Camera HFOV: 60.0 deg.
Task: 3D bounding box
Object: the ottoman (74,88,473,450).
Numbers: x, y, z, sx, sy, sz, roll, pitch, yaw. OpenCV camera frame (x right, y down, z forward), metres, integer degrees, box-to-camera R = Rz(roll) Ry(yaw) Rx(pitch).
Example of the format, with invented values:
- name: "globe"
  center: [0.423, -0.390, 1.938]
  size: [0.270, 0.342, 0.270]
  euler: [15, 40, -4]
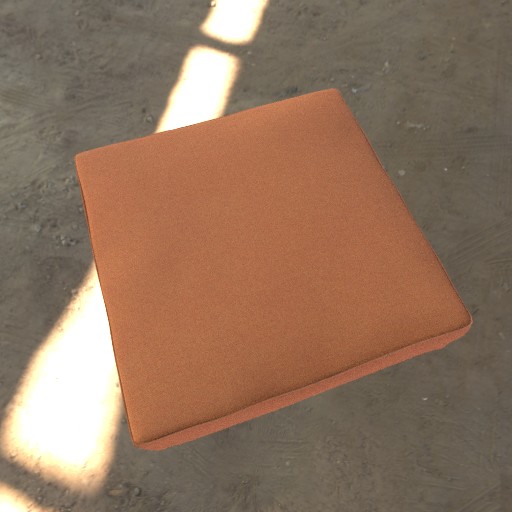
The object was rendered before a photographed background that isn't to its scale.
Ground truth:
- name: "ottoman"
  center: [0.000, 0.000, 1.527]
  size: [0.997, 0.438, 0.999]
  euler: [-17, 65, -8]
